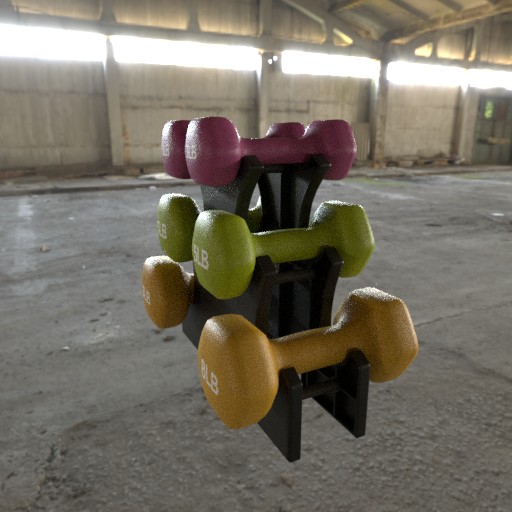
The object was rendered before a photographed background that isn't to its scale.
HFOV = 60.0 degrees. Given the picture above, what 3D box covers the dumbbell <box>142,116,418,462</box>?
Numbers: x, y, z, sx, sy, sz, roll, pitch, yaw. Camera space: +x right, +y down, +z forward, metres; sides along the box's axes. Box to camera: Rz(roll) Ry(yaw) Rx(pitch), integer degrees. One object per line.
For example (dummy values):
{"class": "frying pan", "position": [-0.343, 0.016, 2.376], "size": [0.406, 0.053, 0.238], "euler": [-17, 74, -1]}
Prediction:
{"class": "dumbbell", "position": [0.000, 0.000, 0.462], "size": [0.190, 0.271, 0.300], "euler": [-7, 17, -26]}
